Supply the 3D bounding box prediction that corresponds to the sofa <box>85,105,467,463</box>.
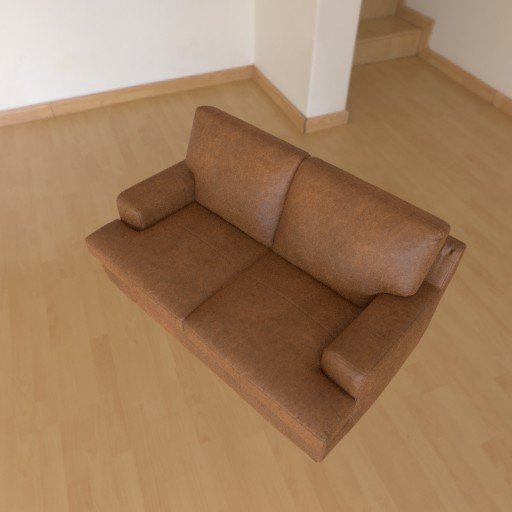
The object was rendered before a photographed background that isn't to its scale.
[{"bbox_3d":[0.000,0.000,2.517,1.880,0.966,1.144,34,56,27],"label":"sofa"}]
